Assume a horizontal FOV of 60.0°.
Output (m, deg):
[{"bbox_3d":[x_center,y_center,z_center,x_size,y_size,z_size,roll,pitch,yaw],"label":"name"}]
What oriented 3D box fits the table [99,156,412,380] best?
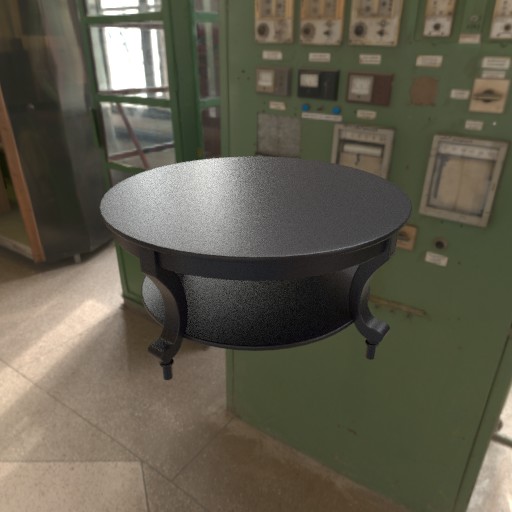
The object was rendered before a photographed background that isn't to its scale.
[{"bbox_3d":[0.000,0.000,1.628,1.029,0.491,1.029,0,26,0],"label":"table"}]
